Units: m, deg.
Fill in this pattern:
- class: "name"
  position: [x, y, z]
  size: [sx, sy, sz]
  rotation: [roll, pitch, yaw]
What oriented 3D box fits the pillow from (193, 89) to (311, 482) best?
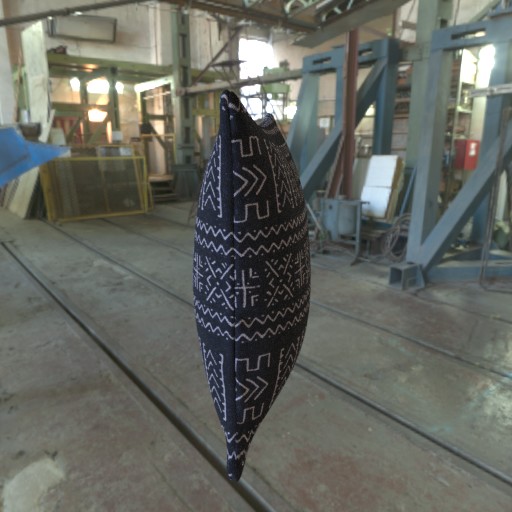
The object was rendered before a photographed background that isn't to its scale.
- class: "pillow"
  position: [0.000, 0.000, 0.658]
  size: [0.164, 0.430, 0.438]
  rotation: [2, 15, 7]
